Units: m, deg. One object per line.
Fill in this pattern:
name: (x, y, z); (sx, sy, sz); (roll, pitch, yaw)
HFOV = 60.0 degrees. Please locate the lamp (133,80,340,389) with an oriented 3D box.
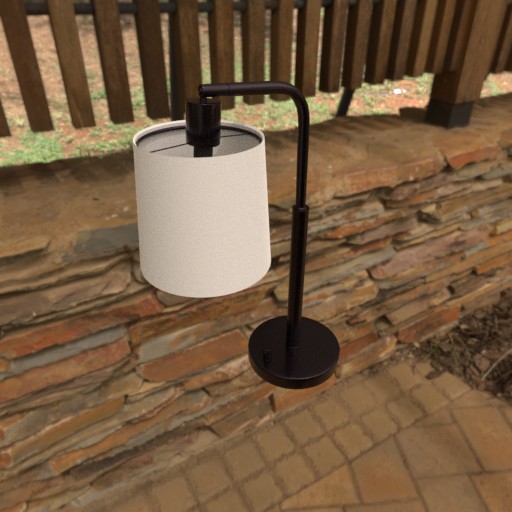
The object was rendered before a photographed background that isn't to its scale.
lamp: (0.000, 0.000, 0.643); (0.333, 0.489, 0.171); (-20, 37, -29)
